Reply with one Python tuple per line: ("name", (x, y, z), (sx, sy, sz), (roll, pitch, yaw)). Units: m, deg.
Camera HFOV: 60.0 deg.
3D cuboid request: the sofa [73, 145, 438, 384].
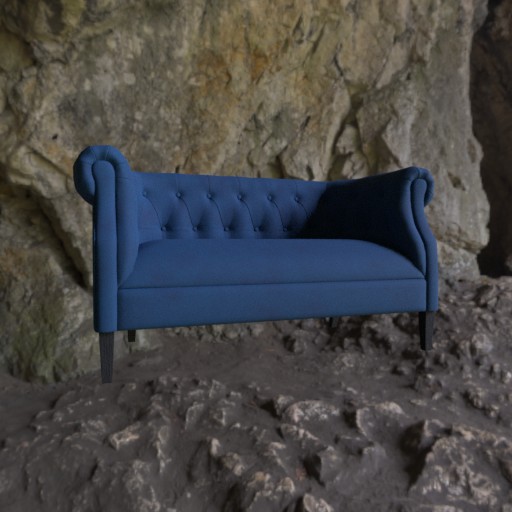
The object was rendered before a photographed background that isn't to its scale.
("sofa", (0.000, 0.000, 2.071), (1.558, 0.827, 0.835), (-1, 2, -20))
